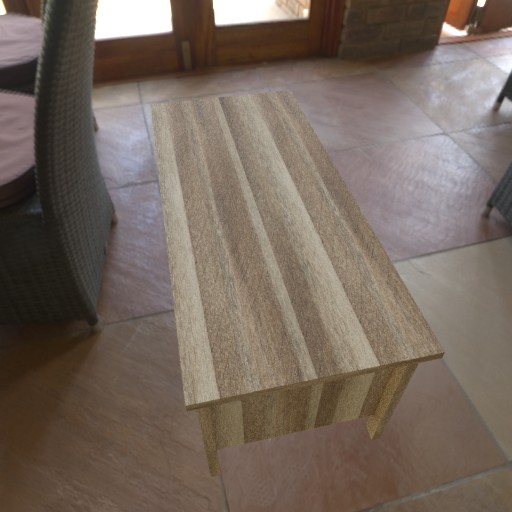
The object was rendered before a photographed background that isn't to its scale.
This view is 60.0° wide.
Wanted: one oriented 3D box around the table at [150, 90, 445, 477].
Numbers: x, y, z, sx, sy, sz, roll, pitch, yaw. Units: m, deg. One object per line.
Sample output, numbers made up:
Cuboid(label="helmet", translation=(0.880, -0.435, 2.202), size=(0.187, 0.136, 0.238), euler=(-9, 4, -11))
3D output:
Cuboid(label="table", translation=(0.000, 0.000, 1.345), size=(0.493, 0.480, 1.095), euler=(-9, 47, -9))
